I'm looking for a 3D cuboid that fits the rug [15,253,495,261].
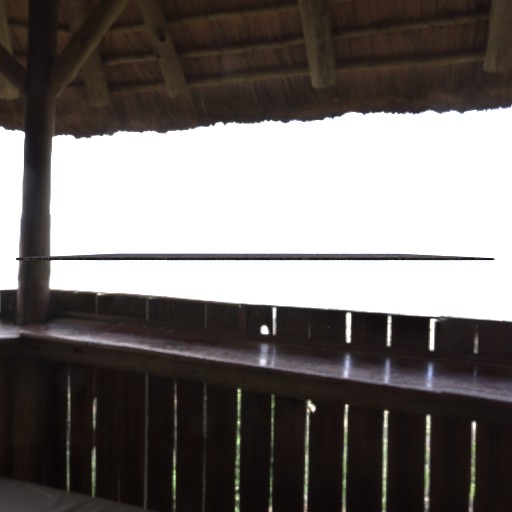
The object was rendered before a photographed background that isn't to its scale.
[{"bbox_3d":[0.000,0.000,2.260,1.814,0.012,1.186,0,1,1],"label":"rug"}]
